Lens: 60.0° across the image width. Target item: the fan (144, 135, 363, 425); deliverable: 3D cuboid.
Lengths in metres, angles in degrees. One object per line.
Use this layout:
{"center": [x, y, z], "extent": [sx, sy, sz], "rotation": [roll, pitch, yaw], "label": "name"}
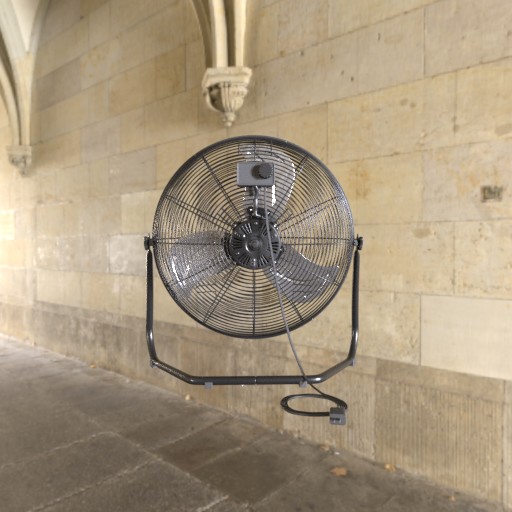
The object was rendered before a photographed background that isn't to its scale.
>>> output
{"center": [0.000, 0.000, 1.013], "extent": [0.595, 0.605, 0.470], "rotation": [0, 1, -2], "label": "fan"}
